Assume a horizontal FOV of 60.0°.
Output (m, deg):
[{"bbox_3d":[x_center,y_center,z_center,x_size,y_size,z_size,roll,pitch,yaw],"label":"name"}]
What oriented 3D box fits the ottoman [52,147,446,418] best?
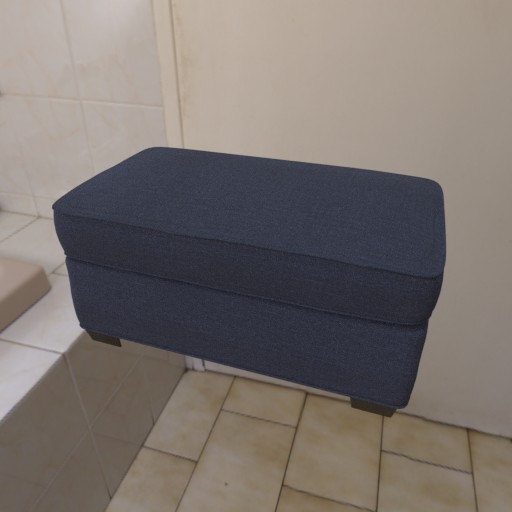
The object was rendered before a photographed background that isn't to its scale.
[{"bbox_3d":[0.000,0.000,1.202,0.895,0.453,0.505,10,33,16],"label":"ottoman"}]
